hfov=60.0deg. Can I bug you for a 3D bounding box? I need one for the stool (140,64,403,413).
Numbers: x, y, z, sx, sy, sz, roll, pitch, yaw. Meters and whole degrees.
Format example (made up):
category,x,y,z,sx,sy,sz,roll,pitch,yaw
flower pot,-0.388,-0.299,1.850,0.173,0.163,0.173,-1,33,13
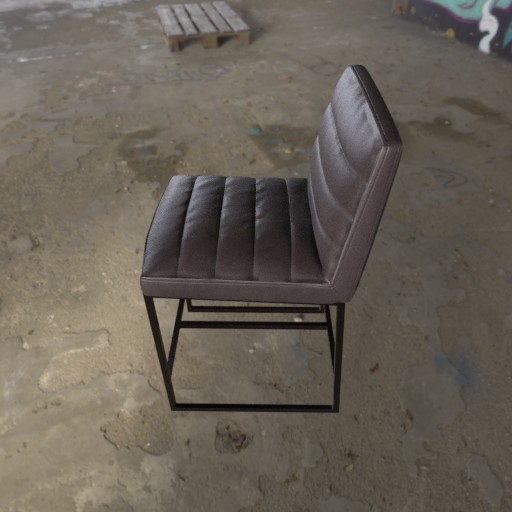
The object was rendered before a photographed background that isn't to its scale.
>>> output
category,x,y,z,sx,sy,sz,roll,pitch,yaw
stool,0.000,0.000,1.270,0.562,0.946,0.463,0,41,1
